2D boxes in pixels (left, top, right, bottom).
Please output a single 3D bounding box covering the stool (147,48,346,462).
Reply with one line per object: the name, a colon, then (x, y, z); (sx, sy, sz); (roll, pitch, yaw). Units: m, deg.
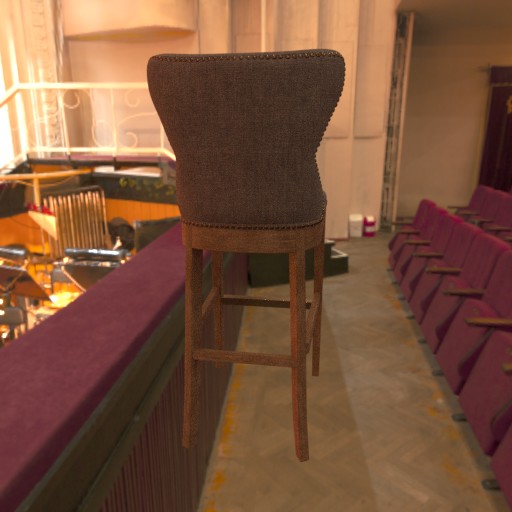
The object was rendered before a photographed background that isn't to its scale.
stool: (0.000, 0.000, 1.406); (0.494, 1.123, 0.606); (2, 15, 9)
